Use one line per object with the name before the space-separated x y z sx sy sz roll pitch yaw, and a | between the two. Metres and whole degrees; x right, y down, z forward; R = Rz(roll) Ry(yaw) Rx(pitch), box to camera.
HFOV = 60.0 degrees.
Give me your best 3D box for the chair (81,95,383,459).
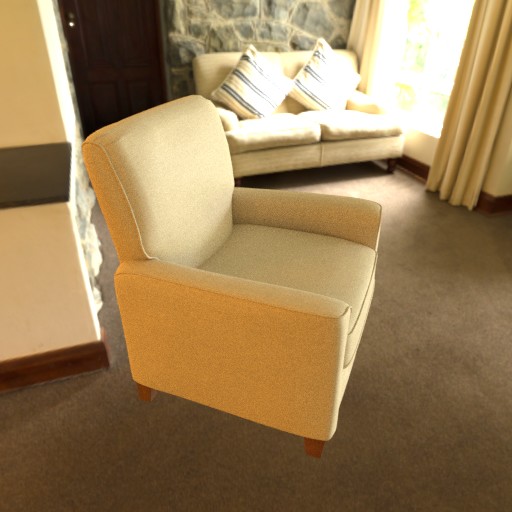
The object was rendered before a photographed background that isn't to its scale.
chair | 0.000 0.000 1.652 0.858 1.023 0.841 11 32 18
